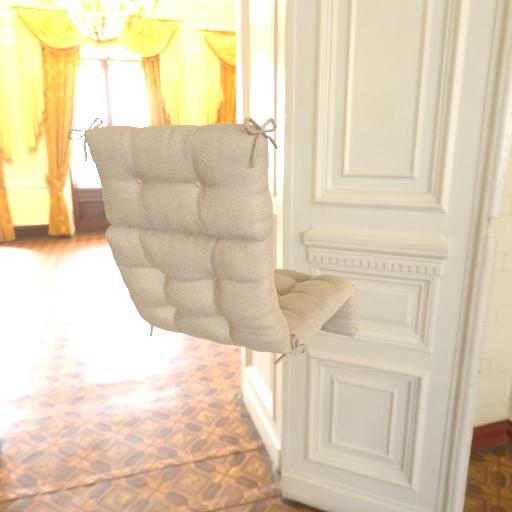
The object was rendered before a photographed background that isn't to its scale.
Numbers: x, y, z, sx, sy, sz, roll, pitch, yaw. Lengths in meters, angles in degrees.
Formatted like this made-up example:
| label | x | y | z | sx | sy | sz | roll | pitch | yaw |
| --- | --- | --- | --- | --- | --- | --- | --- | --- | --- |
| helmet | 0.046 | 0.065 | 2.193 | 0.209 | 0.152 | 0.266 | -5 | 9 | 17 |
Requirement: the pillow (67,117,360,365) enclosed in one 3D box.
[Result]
| label | x | y | z | sx | sy | sz | roll | pitch | yaw |
| --- | --- | --- | --- | --- | --- | --- | --- | --- | --- |
| pillow | 0.000 | 0.000 | 1.480 | 0.526 | 0.863 | 1.016 | 8 | 17 | 27 |
